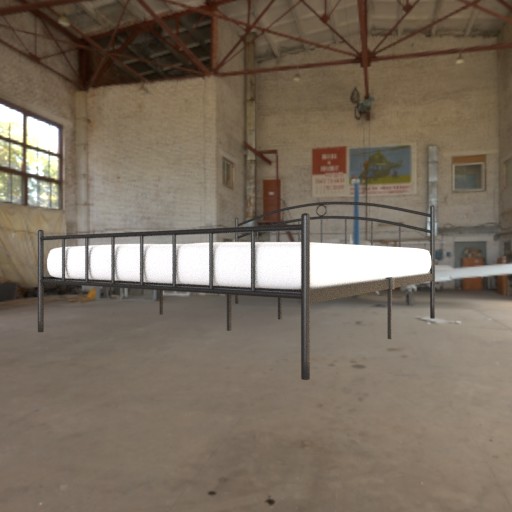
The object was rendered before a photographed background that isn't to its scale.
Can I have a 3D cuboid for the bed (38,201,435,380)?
[{"bbox_3d":[0.000,0.000,3.040,1.880,0.940,2.040,0,0,35],"label":"bed"}]
